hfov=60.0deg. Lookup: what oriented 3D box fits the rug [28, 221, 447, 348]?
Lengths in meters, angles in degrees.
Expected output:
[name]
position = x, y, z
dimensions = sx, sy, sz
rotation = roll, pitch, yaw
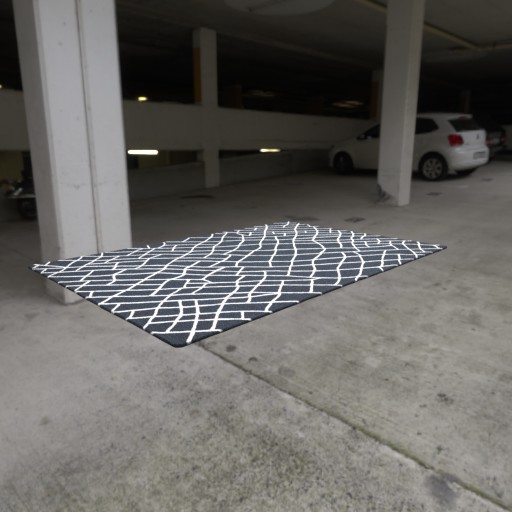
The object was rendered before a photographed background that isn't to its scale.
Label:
[rug]
position = 0.000, 0.000, 2.288
dimensions = 1.830, 0.013, 1.223
rotation = -13, 19, -43
